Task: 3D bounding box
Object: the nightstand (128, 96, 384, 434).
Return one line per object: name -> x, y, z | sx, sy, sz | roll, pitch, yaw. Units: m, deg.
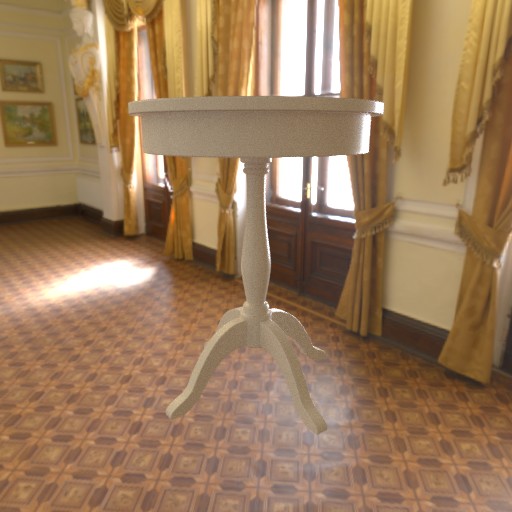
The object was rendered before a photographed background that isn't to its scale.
nightstand -> 0.000, 0.000, 1.009 | 0.513, 0.653, 0.513 | -8, 18, -26
